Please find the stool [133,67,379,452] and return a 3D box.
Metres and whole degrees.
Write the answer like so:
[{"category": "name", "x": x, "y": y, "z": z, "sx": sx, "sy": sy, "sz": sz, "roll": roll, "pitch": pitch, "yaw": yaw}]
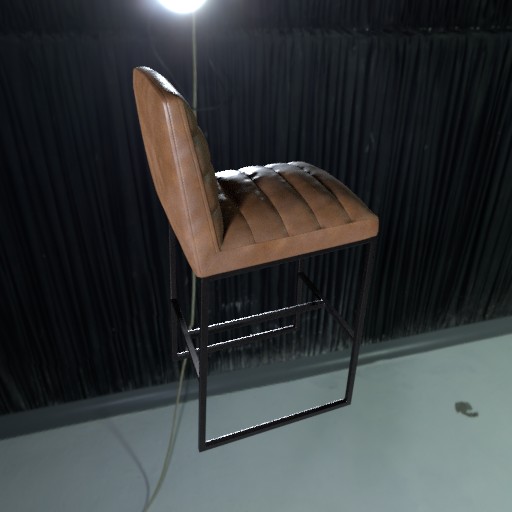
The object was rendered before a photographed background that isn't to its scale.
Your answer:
[{"category": "stool", "x": 0.000, "y": 0.000, "z": 1.358, "sx": 0.562, "sy": 1.065, "sz": 0.463, "roll": -11, "pitch": 32, "yaw": -17}]
